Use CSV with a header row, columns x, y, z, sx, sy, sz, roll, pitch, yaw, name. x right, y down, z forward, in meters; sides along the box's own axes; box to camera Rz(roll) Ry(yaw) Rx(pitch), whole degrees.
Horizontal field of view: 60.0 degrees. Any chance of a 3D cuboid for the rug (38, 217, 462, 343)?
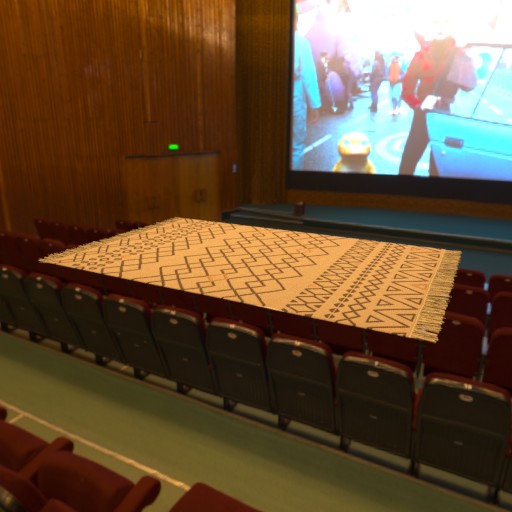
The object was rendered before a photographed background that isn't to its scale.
x,y,z,sx,sy,sz,roll,pitch,yaw,name
0.000,0.000,2.449,2.023,0.028,1.224,9,19,26,rug
